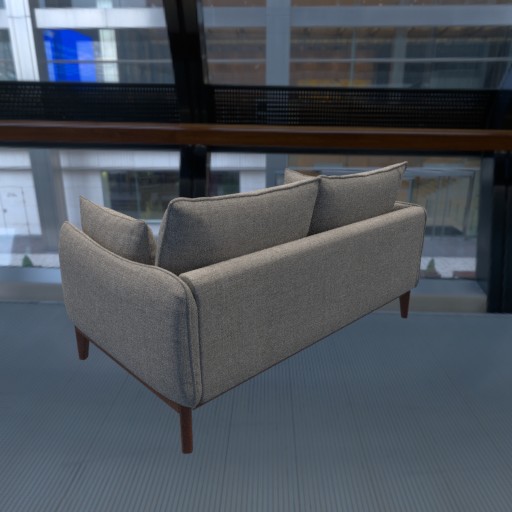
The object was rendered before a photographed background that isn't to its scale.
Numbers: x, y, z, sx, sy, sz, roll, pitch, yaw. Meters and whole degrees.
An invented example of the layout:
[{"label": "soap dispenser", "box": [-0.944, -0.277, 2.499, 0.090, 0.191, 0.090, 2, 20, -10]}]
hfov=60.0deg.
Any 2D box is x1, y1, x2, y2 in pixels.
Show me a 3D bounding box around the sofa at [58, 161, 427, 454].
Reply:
[{"label": "sofa", "box": [0.000, 0.000, 2.128, 1.580, 0.851, 0.972, -17, 25, -41]}]
